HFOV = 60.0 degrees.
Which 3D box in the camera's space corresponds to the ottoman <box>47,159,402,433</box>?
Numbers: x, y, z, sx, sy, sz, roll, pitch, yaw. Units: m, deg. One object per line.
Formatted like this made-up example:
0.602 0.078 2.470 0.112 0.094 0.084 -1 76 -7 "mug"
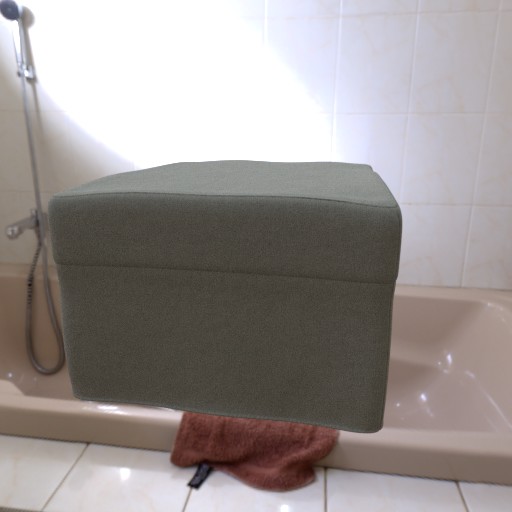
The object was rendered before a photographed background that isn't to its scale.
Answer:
0.000 0.000 1.194 0.648 0.461 0.833 3 17 10 "ottoman"
